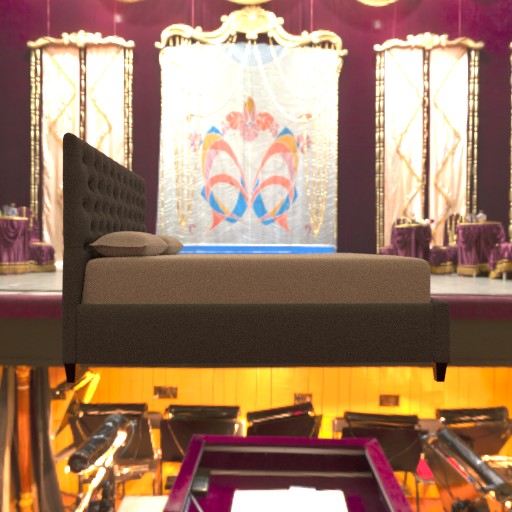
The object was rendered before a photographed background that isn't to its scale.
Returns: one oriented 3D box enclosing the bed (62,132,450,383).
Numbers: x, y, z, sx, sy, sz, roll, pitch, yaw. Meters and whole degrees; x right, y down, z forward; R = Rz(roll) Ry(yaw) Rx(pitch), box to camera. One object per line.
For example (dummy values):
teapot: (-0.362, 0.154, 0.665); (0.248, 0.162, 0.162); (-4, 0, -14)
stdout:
bed: (0.000, 0.000, 3.349); (2.231, 1.427, 1.698); (0, 1, 0)
